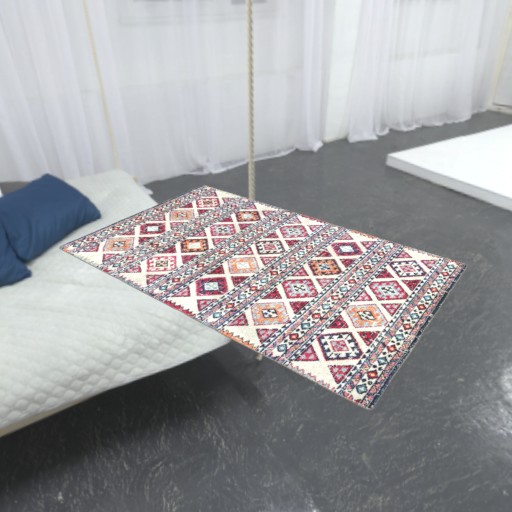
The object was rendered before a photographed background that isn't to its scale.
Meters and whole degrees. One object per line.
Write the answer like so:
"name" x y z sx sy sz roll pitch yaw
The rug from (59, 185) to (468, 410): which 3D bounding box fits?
"rug" 0.000 0.000 3.101 2.440 0.010 1.545 21 36 31
